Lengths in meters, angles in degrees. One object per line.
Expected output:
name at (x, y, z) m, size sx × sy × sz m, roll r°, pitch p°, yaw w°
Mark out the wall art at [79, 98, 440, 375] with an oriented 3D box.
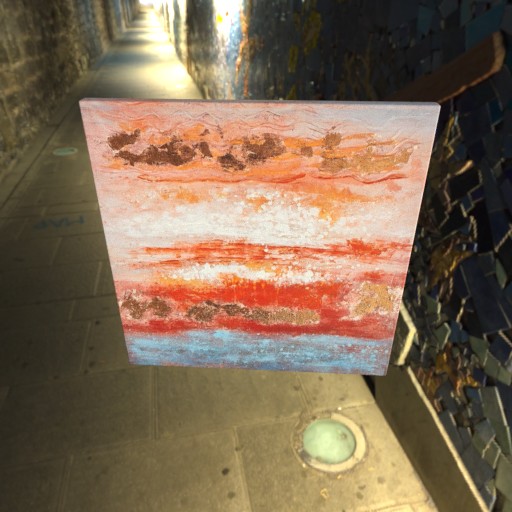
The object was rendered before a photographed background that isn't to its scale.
wall art at (0.000, 0.000, 1.112) m, size 0.747 × 0.747 × 0.035 m, roll 2°, pitch 30°, yaw 3°
